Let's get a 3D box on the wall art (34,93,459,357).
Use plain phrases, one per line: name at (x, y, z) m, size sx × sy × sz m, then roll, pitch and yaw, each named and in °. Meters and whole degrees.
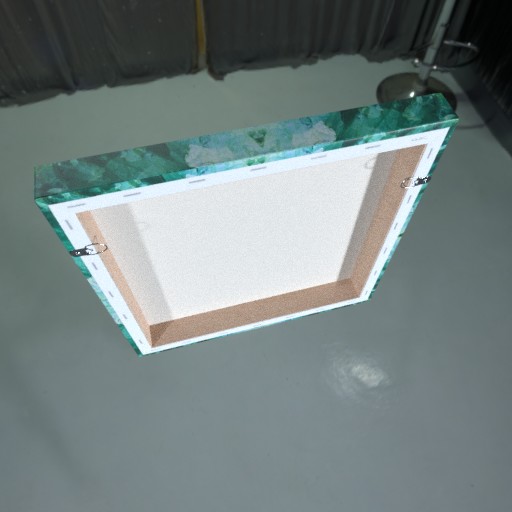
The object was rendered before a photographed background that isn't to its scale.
wall art at (0.000, 0.000, 0.454) m, size 0.313 × 0.313 × 0.033 m, roll -13°, pitch 59°, yaw -8°
